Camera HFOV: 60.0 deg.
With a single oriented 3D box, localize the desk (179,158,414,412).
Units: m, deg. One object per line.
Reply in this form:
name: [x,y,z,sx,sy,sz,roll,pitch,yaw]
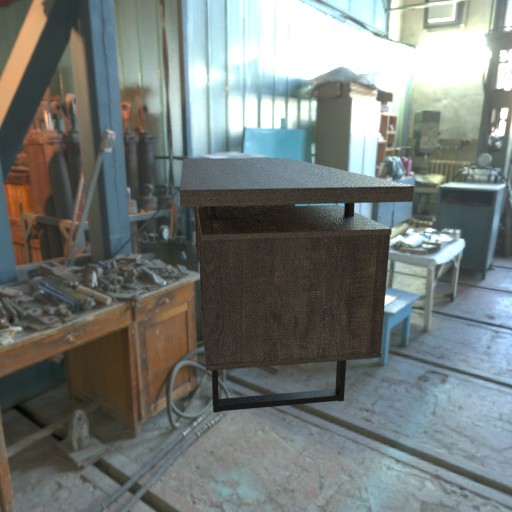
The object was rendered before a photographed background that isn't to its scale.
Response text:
desk: [0.000,0.000,1.930,0.600,0.760,1.524,-2,15,-8]
